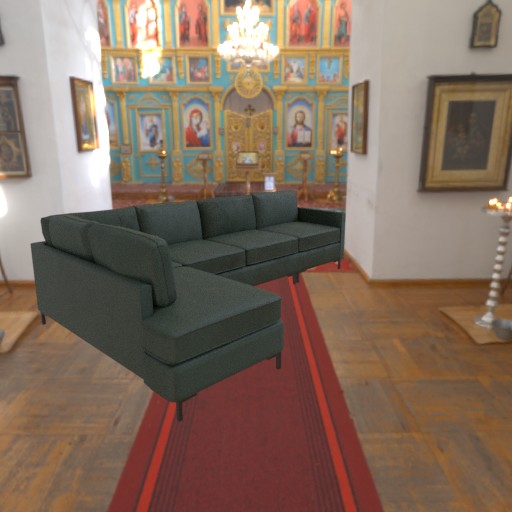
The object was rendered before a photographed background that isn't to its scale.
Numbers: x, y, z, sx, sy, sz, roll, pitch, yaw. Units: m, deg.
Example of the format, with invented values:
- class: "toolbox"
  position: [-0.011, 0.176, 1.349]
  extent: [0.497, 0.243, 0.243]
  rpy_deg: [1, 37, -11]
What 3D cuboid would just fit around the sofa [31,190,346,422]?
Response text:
- class: "sofa"
  position: [0.000, 0.000, 4.199]
  extent: [2.048, 0.996, 3.384]
  rpy_deg: [13, 19, 43]
